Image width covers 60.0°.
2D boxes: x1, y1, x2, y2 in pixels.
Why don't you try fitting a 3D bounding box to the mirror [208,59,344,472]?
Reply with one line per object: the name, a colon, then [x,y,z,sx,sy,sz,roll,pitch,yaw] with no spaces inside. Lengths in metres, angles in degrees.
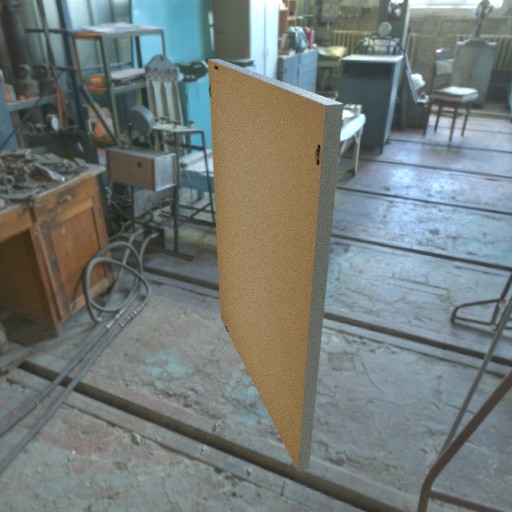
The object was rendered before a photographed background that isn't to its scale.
mirror: [0.000,0.000,1.334,0.040,1.016,0.762,-11,32,-18]
